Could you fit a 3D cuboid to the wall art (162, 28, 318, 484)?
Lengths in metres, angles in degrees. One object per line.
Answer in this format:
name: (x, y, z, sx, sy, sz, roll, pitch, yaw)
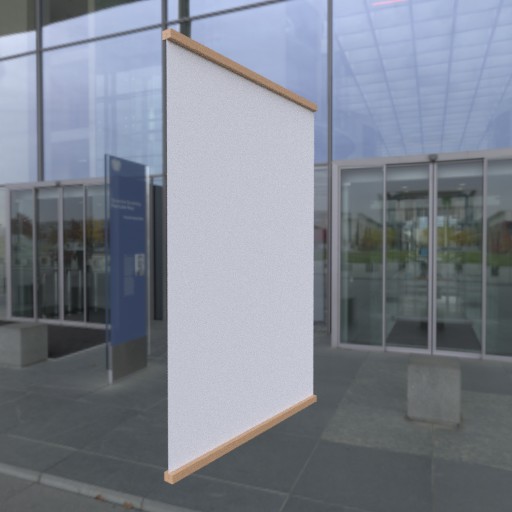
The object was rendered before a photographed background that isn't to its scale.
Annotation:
wall art: (0.000, 0.000, 0.759, 0.016, 0.611, 0.401, 1, 2, 37)
